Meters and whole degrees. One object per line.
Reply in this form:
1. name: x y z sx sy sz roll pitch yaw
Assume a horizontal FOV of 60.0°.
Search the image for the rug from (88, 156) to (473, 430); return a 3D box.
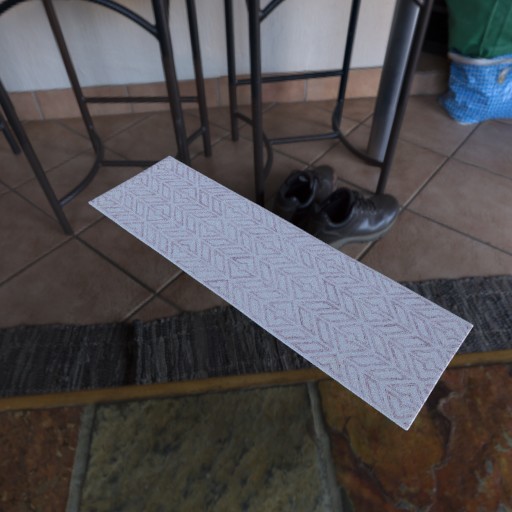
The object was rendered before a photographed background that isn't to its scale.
1. rug: 0.000 0.000 2.728 2.435 0.009 0.750 32 54 27
